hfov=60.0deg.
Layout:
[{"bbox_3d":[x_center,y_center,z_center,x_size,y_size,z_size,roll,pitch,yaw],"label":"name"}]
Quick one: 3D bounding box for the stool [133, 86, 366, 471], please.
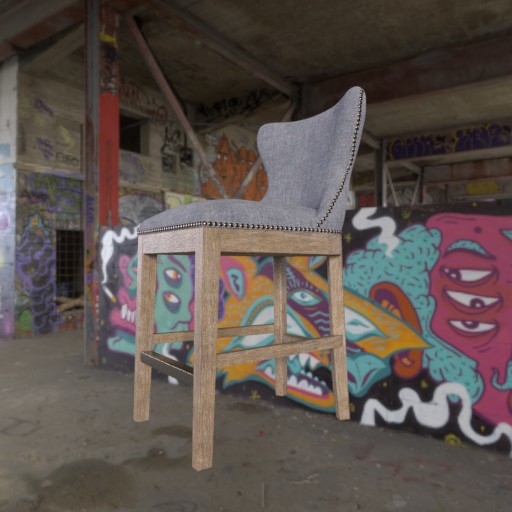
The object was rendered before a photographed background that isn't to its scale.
[{"bbox_3d":[0.000,0.000,1.338,0.608,0.981,0.498,1,-1,-36],"label":"stool"}]
